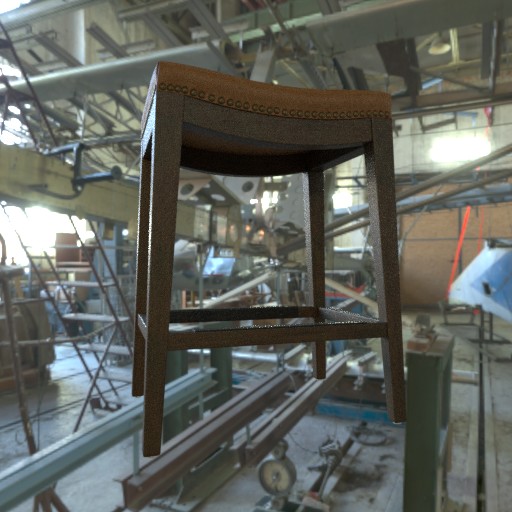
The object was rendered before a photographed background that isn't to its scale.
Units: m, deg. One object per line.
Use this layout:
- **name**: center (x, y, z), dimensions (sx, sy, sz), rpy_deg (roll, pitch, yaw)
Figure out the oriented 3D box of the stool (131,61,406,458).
- **stool**: center (0.000, 0.000, 0.961), dimensions (0.500, 0.660, 0.361), rpy_deg (0, -1, -19)
